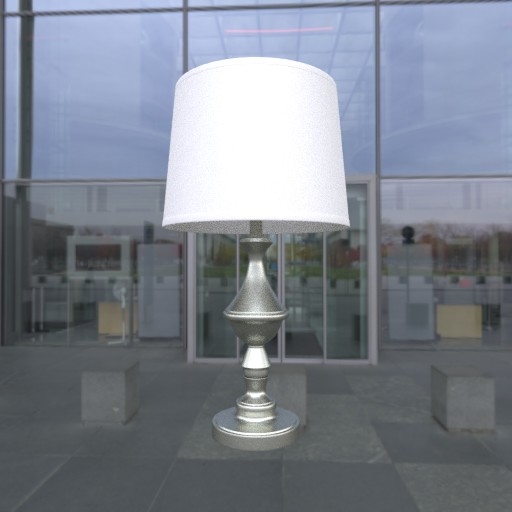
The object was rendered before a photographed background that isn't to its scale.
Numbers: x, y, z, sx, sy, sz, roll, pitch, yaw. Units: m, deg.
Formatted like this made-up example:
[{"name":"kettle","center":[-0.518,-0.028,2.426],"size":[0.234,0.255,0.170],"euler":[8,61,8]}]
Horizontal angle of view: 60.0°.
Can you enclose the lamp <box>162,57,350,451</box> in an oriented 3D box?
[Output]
[{"name":"lamp","center":[0.000,0.000,0.924],"size":[0.383,0.733,0.383],"euler":[0,-1,0]}]
